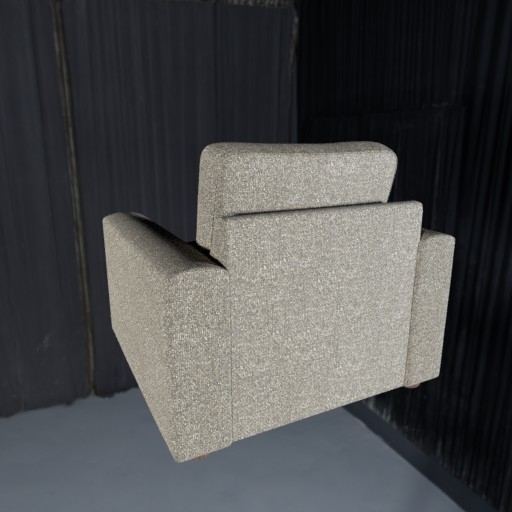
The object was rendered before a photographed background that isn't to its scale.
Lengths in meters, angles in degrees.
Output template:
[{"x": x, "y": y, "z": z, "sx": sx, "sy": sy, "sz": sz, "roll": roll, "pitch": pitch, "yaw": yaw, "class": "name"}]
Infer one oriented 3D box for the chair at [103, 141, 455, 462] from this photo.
[{"x": 0.000, "y": 0.000, "z": 1.736, "sx": 1.005, "sy": 0.873, "sz": 1.016, "roll": -8, "pitch": 17, "yaw": -26, "class": "chair"}]
